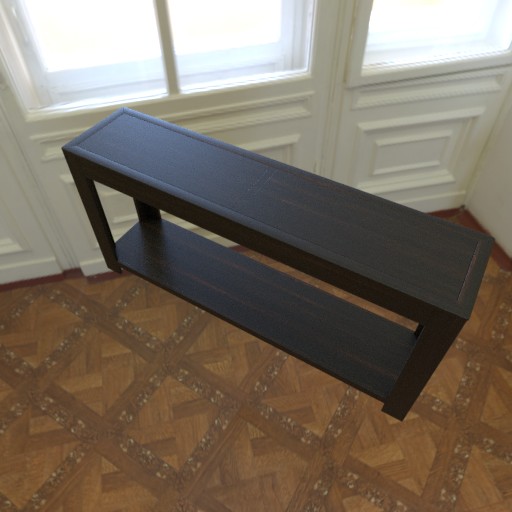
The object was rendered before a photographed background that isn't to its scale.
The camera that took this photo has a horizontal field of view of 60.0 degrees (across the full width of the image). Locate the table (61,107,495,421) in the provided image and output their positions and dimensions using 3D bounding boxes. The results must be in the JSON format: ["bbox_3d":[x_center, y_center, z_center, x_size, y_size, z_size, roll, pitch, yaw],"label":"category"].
[{"bbox_3d":[0.000,0.000,1.925,1.631,0.762,0.384,24,53,20],"label":"table"}]
